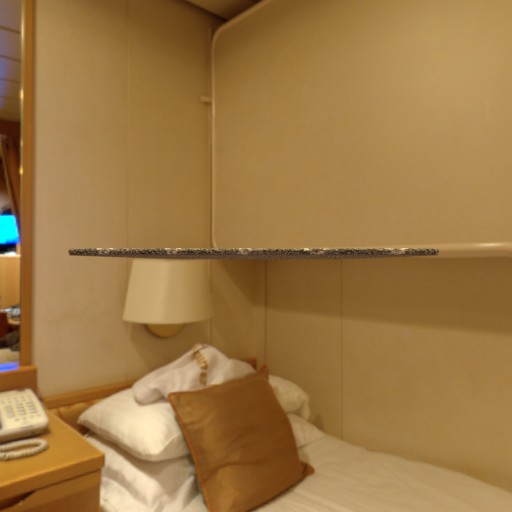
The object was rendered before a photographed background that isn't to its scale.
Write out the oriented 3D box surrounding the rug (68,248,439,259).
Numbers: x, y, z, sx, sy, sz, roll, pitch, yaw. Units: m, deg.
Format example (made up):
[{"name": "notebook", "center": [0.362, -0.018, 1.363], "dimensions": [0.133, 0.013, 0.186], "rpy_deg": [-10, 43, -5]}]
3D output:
[{"name": "rug", "center": [0.000, 0.000, 3.023], "dimensions": [1.524, 0.030, 2.438], "rpy_deg": [0, -1, 1]}]
